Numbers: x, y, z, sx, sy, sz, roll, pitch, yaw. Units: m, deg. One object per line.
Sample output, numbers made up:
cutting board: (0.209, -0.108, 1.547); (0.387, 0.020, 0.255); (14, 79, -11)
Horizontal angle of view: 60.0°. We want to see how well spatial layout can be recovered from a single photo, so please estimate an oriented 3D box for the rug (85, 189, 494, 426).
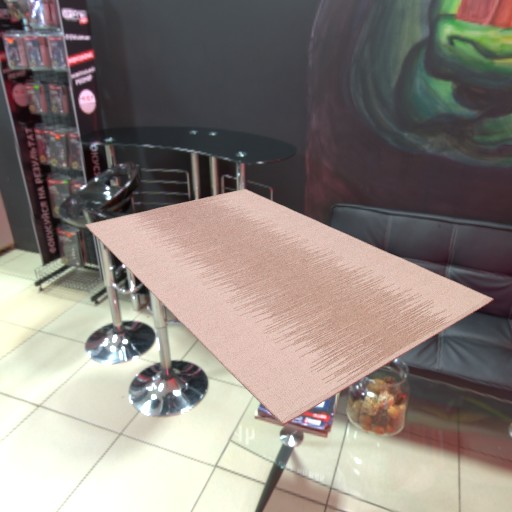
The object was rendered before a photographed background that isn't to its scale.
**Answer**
rug: (0.000, 0.000, 2.958); (1.522, 0.012, 2.440); (-18, 32, -32)
